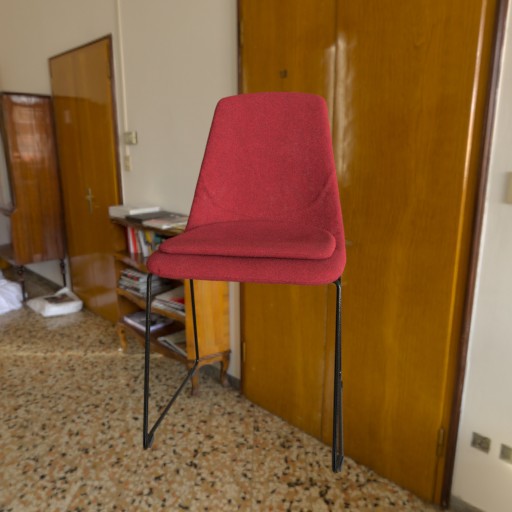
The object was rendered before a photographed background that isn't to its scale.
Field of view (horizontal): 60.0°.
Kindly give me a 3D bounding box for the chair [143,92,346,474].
[{"bbox_3d":[0.000,0.000,1.140,0.479,0.858,0.518,2,13,10],"label":"chair"}]
